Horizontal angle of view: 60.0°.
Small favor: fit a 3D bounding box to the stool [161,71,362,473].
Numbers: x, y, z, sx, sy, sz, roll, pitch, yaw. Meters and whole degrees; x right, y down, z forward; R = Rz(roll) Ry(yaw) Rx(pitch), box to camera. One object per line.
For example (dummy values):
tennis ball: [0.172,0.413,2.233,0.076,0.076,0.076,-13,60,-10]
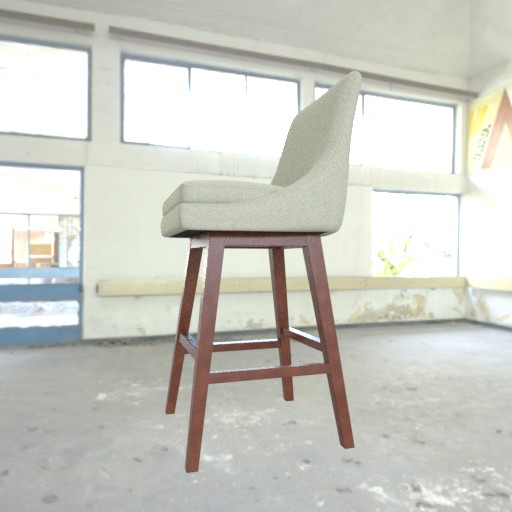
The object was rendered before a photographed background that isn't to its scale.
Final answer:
stool: [0.000,0.000,1.416,0.559,1.092,0.470,0,0,-18]
